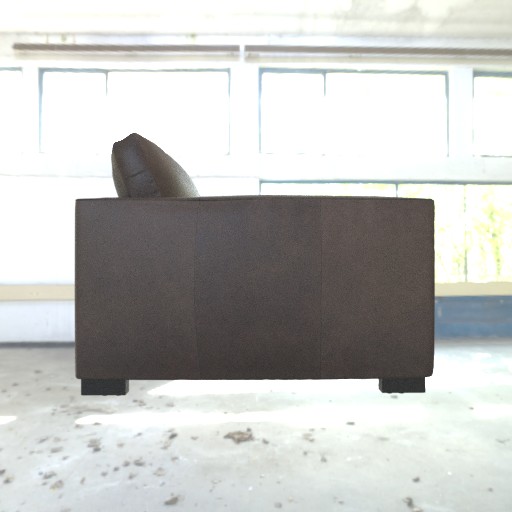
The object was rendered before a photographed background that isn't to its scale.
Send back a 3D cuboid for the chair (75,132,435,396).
[{"bbox_3d":[0.000,0.000,1.787,1.069,0.812,1.100,0,0,-1],"label":"chair"}]
